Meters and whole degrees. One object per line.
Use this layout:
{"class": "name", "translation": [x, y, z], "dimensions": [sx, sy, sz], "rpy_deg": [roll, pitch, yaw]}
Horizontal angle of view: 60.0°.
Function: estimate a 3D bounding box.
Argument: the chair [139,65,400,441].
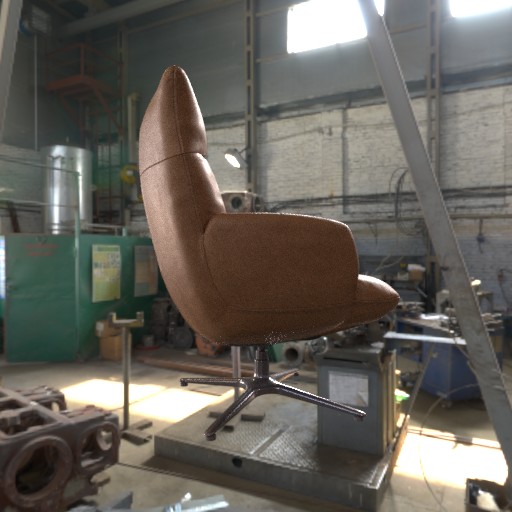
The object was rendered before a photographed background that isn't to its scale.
{"class": "chair", "translation": [0.000, 0.000, 1.559], "dimensions": [0.794, 1.027, 0.711], "rpy_deg": [0, 1, -17]}
